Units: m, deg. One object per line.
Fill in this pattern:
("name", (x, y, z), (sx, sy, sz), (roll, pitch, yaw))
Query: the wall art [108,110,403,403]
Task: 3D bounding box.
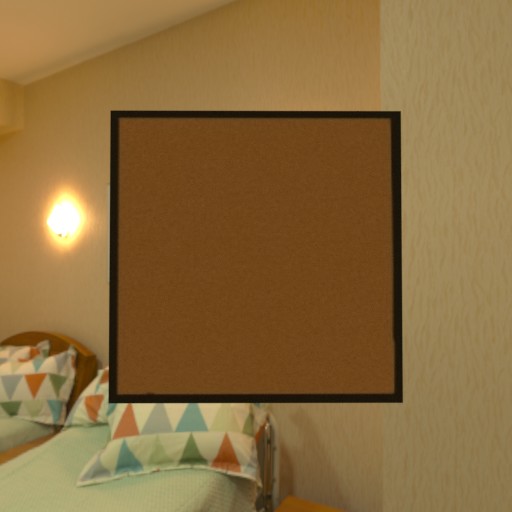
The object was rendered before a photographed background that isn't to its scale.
("wall art", (0.000, 0.000, 1.255), (0.823, 0.823, 0.013), (0, -1, 0))
